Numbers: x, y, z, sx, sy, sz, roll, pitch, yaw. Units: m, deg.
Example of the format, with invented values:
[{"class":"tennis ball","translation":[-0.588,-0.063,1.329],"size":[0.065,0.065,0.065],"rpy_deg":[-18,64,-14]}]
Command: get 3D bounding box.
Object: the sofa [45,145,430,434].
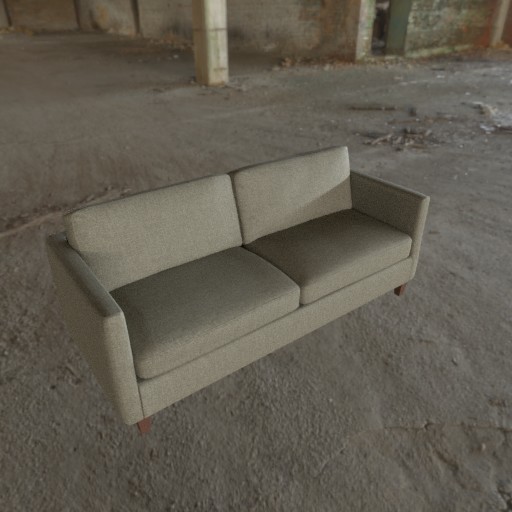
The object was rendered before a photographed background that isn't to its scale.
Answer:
[{"class":"sofa","translation":[0.000,0.000,2.774],"size":[2.208,0.960,0.956],"rpy_deg":[-20,36,-31]}]
